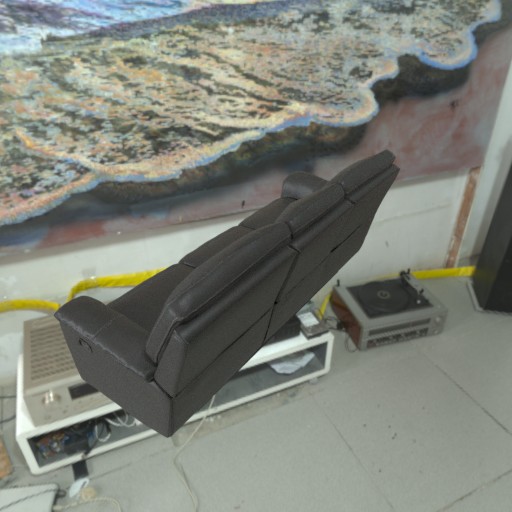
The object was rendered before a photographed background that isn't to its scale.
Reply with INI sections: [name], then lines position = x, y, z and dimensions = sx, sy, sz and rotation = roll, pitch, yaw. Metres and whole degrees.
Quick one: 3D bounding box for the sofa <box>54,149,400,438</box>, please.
[sofa]
position = 0.000, 0.000, 3.202
dimensions = 1.104, 1.134, 2.627
rotation = 21, 38, 30
